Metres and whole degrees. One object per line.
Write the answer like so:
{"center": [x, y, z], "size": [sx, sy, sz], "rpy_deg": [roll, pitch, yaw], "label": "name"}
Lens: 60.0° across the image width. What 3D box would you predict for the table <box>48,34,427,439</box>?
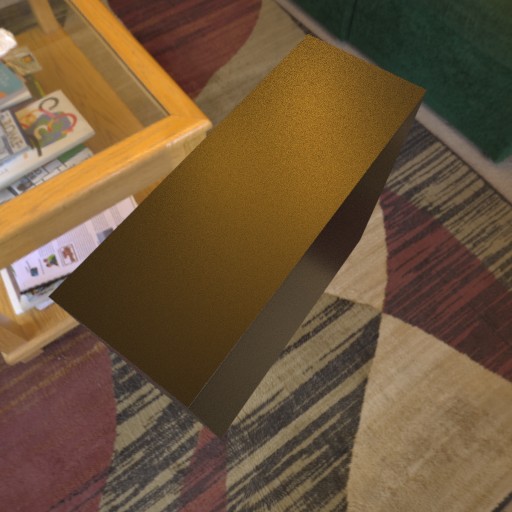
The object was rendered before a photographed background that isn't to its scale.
{"center": [0.000, 0.000, 1.341], "size": [0.380, 0.790, 0.930], "rpy_deg": [33, 68, 15], "label": "table"}
